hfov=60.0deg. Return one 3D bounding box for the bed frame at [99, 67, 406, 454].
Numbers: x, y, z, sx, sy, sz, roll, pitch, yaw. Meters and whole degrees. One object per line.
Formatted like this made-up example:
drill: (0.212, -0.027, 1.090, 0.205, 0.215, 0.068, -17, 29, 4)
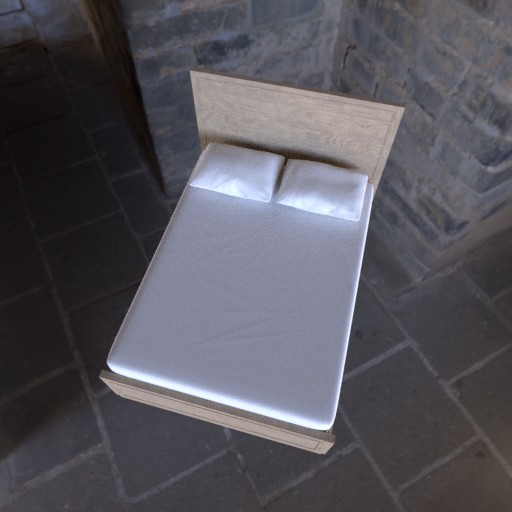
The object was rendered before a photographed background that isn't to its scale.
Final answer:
bed frame: (0.000, 0.000, 3.276, 1.606, 1.369, 2.189, 13, 59, 8)
